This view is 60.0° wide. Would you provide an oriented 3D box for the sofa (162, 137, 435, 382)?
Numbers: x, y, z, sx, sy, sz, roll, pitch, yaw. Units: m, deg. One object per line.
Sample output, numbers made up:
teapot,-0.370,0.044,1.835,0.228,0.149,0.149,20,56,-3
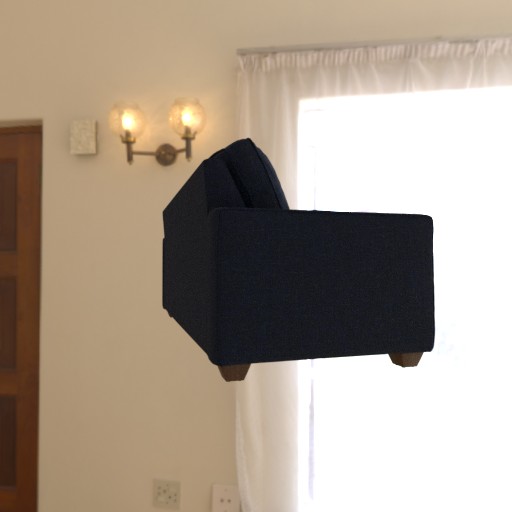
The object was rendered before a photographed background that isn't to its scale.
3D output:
sofa,0.000,0.000,2.623,0.940,0.919,2.080,0,-1,-17
